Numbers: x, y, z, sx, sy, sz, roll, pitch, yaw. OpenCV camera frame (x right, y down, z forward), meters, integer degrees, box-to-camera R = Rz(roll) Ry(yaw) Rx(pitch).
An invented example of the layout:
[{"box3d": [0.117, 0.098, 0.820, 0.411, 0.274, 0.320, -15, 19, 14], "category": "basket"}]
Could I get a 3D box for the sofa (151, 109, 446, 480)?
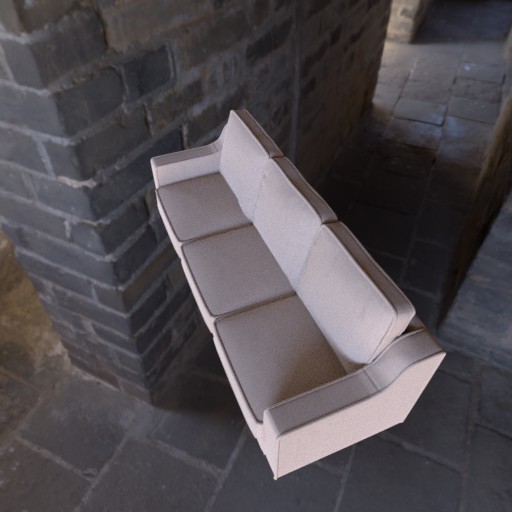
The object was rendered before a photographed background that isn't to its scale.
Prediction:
[{"box3d": [0.000, 0.000, 2.571, 0.791, 0.902, 2.131, -16, 47, -16], "category": "sofa"}]
